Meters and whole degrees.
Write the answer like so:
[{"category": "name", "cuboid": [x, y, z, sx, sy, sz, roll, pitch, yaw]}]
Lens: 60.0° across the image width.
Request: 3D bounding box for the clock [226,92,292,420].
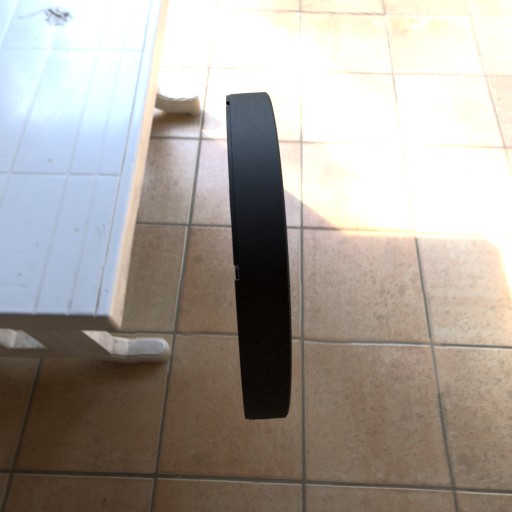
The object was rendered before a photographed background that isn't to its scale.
[{"category": "clock", "cuboid": [0.000, 0.000, 0.424, 0.040, 0.293, 0.293, -3, 63, -2]}]
